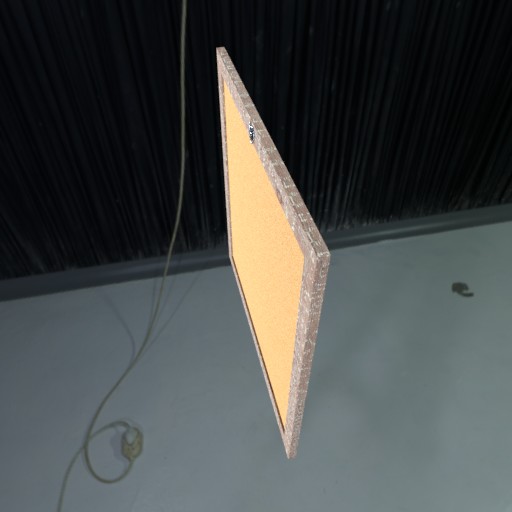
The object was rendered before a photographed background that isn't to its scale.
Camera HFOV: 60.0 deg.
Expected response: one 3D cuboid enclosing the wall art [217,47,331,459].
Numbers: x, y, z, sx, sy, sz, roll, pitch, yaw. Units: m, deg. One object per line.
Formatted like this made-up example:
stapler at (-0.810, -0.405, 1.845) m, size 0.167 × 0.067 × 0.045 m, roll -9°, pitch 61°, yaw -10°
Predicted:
wall art at (0.000, 0.000, 0.577) m, size 0.012 × 0.384 × 0.384 m, roll -10°, pitch 47°, yaw -10°
